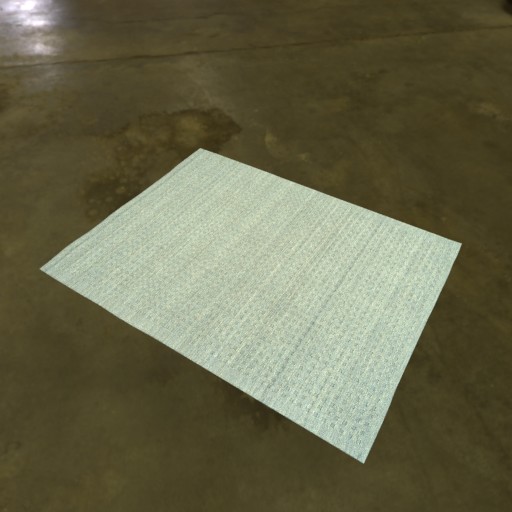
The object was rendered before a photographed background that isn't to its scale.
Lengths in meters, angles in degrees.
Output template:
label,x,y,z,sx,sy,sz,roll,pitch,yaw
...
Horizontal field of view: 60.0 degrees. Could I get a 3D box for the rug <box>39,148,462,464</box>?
label,x,y,z,sx,sy,sz,roll,pitch,yaw
rug,0.000,0.000,4.181,3.200,0.007,2.443,24,50,22
